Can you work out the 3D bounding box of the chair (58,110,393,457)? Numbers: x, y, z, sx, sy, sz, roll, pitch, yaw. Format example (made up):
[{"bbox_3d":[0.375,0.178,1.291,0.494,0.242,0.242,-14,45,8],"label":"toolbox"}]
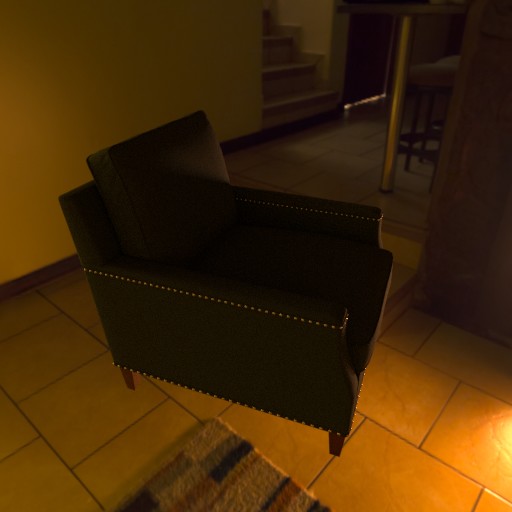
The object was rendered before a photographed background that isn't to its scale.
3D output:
[{"bbox_3d":[0.000,0.000,1.725,1.014,0.943,0.853,11,31,18],"label":"chair"}]
